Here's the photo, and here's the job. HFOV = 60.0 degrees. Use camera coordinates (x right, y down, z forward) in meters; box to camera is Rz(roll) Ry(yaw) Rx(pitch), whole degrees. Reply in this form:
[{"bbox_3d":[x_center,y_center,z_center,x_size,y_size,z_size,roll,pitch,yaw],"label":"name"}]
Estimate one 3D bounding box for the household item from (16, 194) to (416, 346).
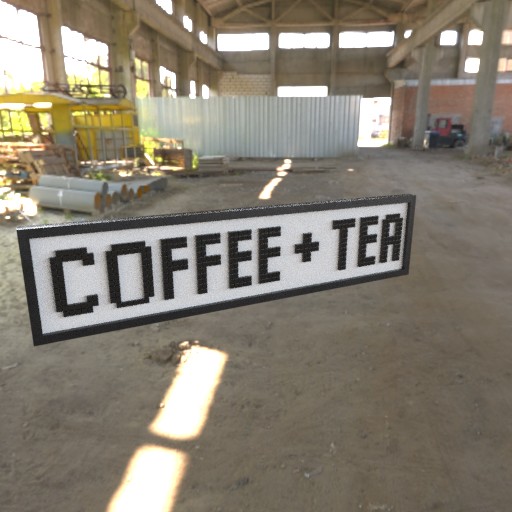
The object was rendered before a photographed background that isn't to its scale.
[{"bbox_3d":[0.000,0.000,1.076,1.001,0.236,0.030,-8,18,-26],"label":"household item"}]
